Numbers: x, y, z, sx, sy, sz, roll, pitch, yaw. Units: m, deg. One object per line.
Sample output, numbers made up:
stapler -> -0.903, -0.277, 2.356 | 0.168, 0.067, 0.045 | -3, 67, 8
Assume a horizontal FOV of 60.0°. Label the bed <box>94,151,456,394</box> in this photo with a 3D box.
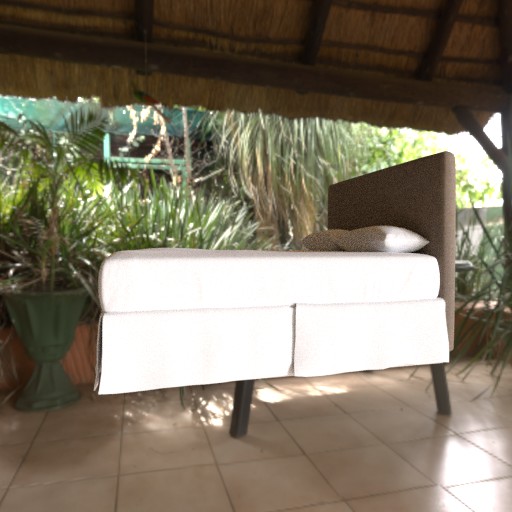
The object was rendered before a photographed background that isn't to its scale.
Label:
bed -> 0.000, 0.000, 3.203 | 2.142, 1.330, 1.723 | 0, 1, -16
